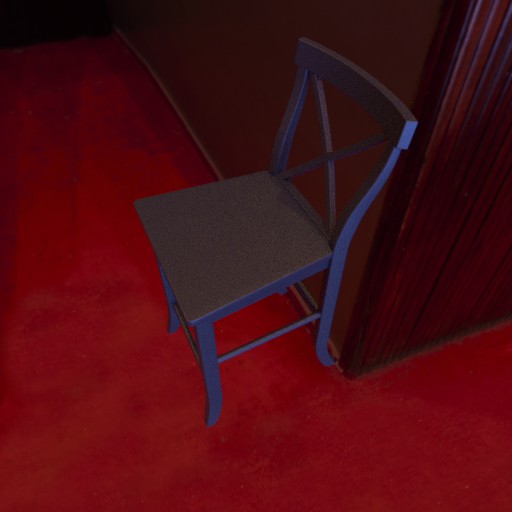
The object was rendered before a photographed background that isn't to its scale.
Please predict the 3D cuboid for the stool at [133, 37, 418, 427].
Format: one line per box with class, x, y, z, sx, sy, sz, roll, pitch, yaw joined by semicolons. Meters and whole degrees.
stool;0.000;0.000;1.286;0.559;0.989;0.452;-20;51;-17
